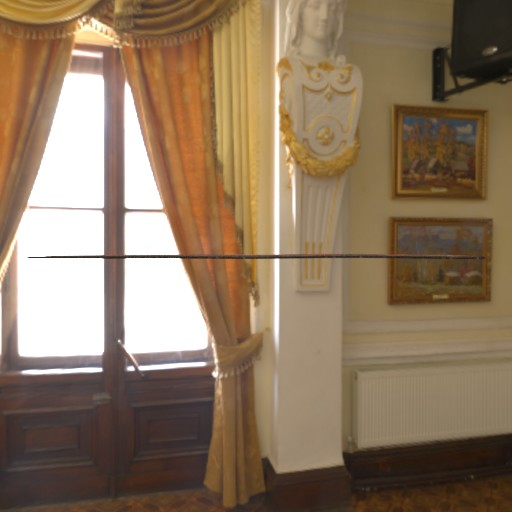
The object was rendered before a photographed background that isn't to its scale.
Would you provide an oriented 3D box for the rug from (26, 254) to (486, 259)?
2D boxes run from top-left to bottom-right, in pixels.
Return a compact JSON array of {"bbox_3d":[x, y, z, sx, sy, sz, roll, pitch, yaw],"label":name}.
[{"bbox_3d":[0.000,0.000,3.682,3.032,0.034,1.522,0,0,0],"label":"rug"}]
